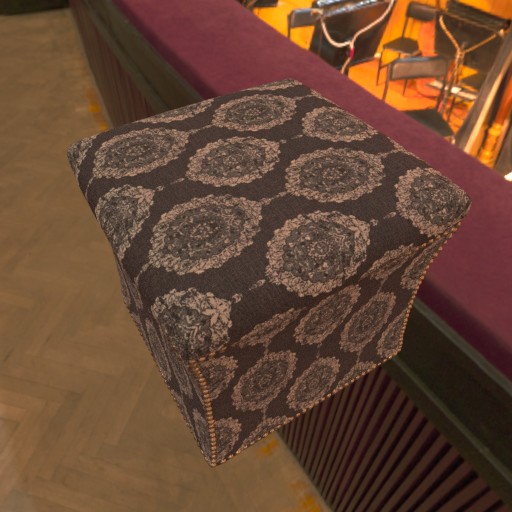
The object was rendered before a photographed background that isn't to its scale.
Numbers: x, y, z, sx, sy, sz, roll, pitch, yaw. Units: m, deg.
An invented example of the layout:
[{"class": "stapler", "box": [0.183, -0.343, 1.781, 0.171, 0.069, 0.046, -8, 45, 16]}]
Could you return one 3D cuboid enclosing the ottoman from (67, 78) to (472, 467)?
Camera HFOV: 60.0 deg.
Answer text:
[{"class": "ottoman", "box": [0.000, 0.000, 0.864, 0.507, 0.475, 0.497, -24, 51, -21]}]
